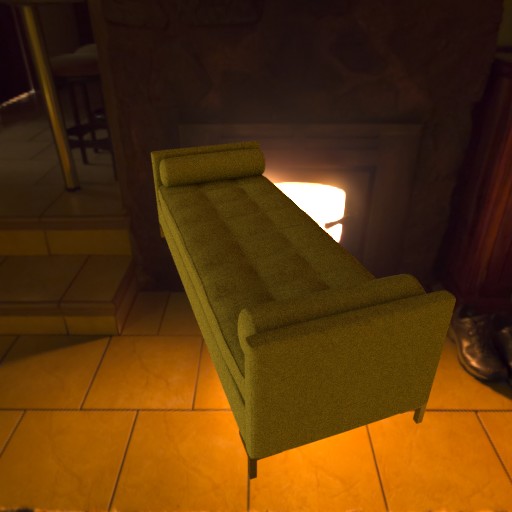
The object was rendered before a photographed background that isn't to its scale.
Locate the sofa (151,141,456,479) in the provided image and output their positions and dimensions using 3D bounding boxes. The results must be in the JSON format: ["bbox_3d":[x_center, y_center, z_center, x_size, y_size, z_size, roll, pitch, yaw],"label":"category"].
[{"bbox_3d":[0.000,0.000,2.441,0.797,0.657,2.102,-10,32,-17],"label":"sofa"}]
